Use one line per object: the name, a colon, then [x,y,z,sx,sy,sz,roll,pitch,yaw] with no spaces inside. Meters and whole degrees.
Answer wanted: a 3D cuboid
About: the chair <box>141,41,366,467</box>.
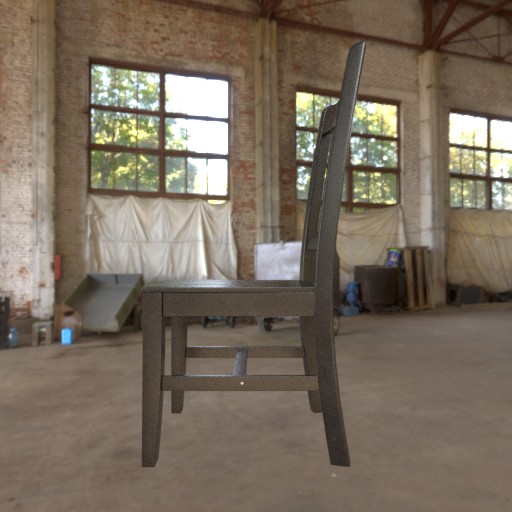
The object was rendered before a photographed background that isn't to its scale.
chair: [0.000,0.000,1.249,0.555,0.998,0.450,0,-1,0]
